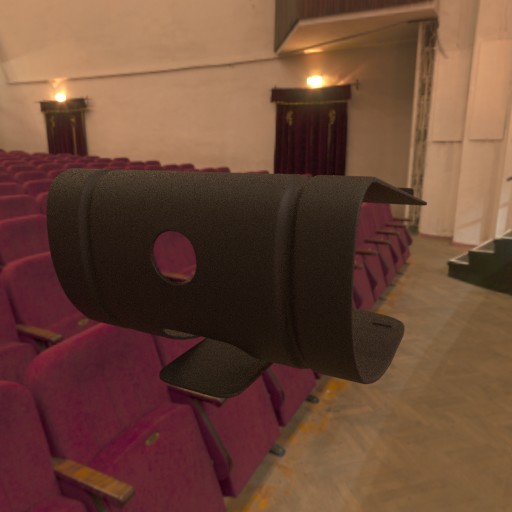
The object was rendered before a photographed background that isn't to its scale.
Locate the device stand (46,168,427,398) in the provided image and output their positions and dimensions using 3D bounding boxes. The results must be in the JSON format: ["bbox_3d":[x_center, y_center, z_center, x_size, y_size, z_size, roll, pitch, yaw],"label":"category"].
[{"bbox_3d":[0.000,0.000,0.394,0.256,0.155,0.236,7,15,26],"label":"device stand"}]
